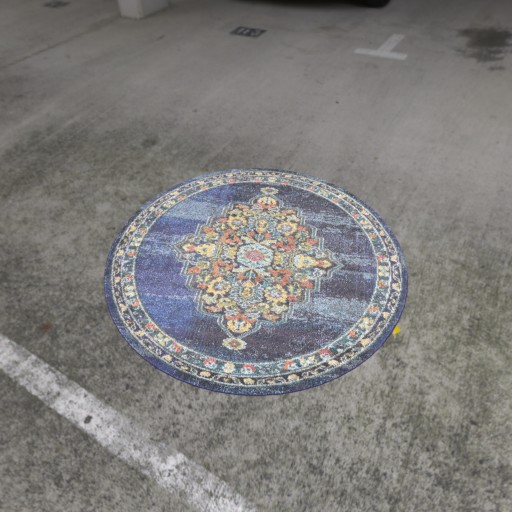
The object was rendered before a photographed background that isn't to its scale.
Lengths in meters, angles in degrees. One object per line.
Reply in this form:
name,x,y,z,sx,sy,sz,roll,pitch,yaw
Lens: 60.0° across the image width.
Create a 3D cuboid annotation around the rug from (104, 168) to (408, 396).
rug,0.000,0.000,2.381,1.591,0.010,1.591,0,47,0
